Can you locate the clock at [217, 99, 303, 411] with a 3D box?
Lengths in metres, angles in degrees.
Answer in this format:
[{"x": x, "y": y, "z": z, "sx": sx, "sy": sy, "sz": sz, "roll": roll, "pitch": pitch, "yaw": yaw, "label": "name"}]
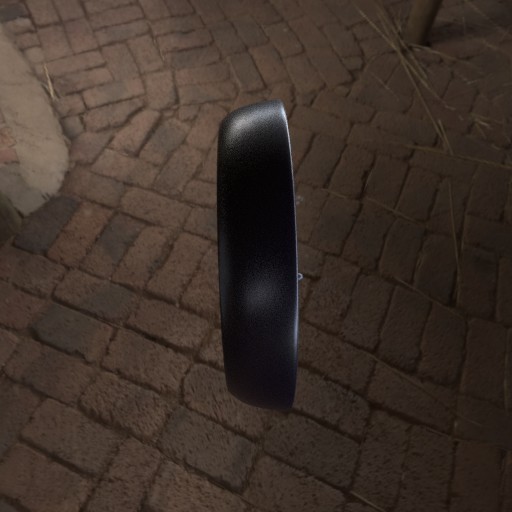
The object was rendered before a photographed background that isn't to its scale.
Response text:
[{"x": 0.000, "y": 0.000, "z": 0.451, "sx": 0.060, "sy": 0.300, "sz": 0.300, "roll": -2, "pitch": 59, "yaw": -1, "label": "clock"}]
